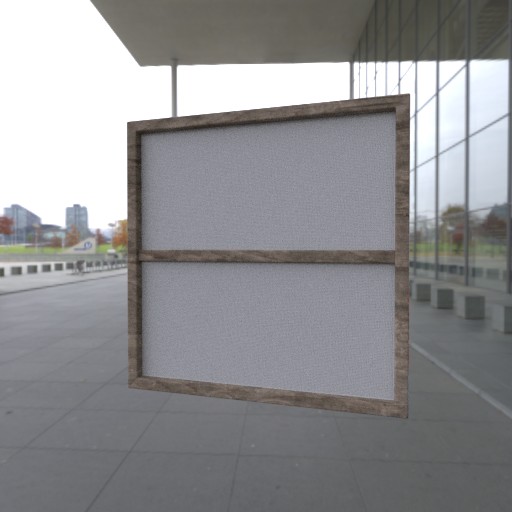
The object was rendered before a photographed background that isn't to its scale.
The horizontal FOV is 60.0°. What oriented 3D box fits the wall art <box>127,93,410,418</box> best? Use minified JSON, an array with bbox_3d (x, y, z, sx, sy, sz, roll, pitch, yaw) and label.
[{"bbox_3d":[0.000,0.000,1.142,0.747,0.747,0.035,0,1,18],"label":"wall art"}]
